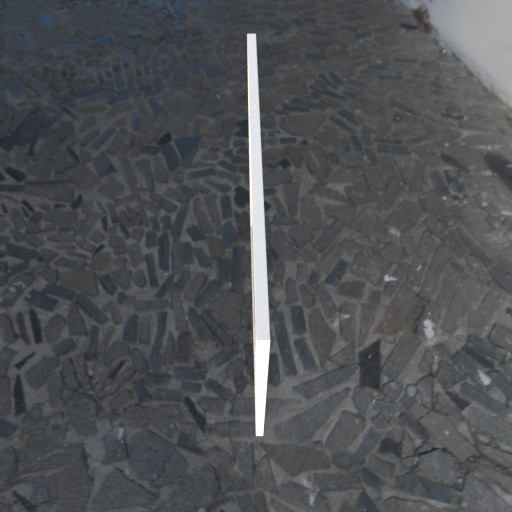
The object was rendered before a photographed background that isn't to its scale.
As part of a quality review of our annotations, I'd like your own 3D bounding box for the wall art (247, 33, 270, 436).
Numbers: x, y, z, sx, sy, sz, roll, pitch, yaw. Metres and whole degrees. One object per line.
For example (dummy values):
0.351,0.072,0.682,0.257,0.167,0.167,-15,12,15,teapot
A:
0.000,0.000,0.702,0.012,0.457,0.457,-1,58,-1,wall art
